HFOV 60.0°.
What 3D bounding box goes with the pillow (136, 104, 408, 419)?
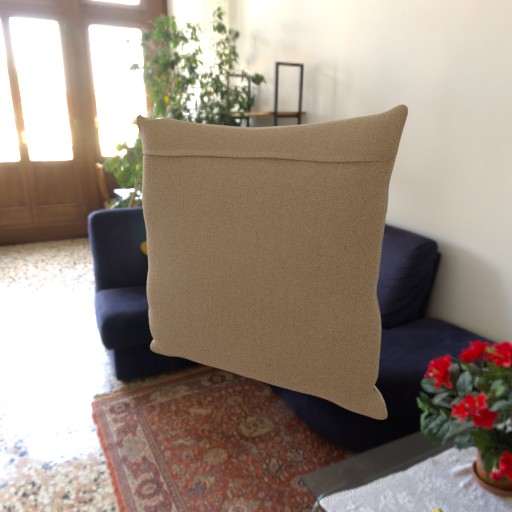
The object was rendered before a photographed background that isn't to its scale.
[{"bbox_3d":[0.000,0.000,0.693,0.440,0.441,0.182,8,18,26],"label":"pillow"}]
